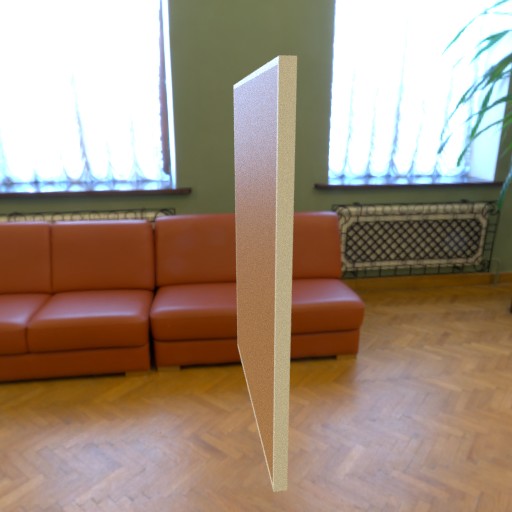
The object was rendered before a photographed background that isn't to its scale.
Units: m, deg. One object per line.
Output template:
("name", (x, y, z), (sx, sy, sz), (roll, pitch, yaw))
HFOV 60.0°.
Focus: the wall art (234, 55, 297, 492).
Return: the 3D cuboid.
("wall art", (0.000, 0.000, 1.383), (0.039, 1.050, 0.795), (-3, 17, -9))
